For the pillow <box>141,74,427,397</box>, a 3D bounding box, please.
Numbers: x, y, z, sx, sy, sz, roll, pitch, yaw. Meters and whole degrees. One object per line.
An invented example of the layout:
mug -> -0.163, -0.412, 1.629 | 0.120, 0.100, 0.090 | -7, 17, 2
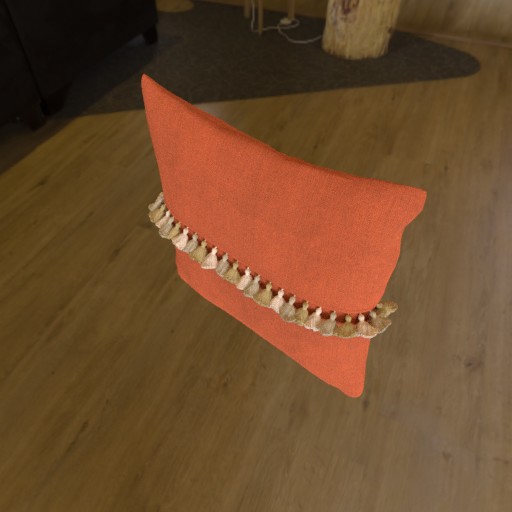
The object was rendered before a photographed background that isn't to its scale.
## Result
pillow -> 0.000, 0.000, 0.748 | 0.490, 0.482, 0.165 | 31, 54, 26
